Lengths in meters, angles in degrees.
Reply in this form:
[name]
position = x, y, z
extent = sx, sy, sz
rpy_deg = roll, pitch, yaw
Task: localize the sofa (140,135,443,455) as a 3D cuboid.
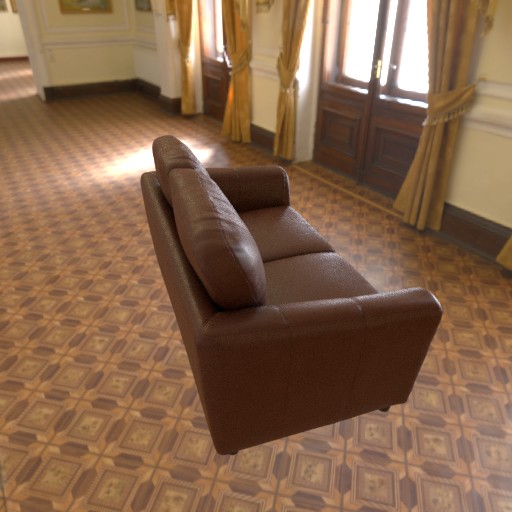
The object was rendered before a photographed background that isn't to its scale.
[sofa]
position = 0.000, 0.000, 1.916
extent = 0.805, 0.906, 1.406
rpy_deg = -10, 32, -16
